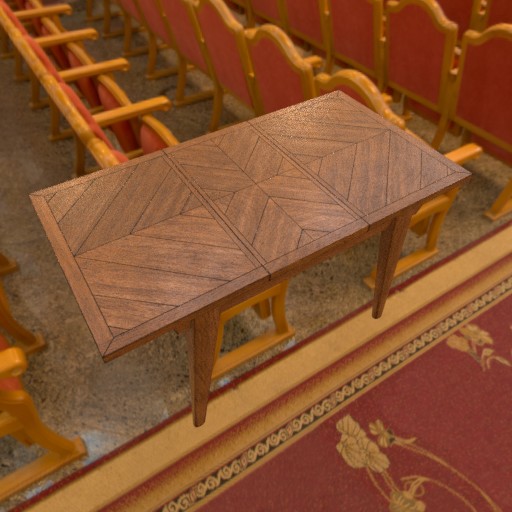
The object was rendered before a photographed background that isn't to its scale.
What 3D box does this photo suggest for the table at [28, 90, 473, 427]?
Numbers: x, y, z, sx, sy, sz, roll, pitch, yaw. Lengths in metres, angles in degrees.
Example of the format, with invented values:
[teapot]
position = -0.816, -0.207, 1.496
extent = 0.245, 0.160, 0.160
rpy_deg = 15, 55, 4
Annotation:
[table]
position = 0.000, 0.000, 1.859
extent = 1.400, 0.760, 0.757
rpy_deg = -25, 52, -21
